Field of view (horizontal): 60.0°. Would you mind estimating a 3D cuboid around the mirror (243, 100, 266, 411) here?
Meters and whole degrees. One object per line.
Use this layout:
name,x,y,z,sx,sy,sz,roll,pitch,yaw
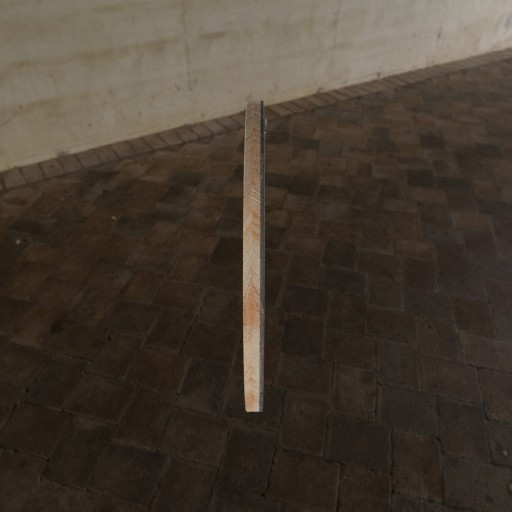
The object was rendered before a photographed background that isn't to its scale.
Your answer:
mirror,0.000,0.000,1.073,0.038,0.710,0.710,0,40,0
